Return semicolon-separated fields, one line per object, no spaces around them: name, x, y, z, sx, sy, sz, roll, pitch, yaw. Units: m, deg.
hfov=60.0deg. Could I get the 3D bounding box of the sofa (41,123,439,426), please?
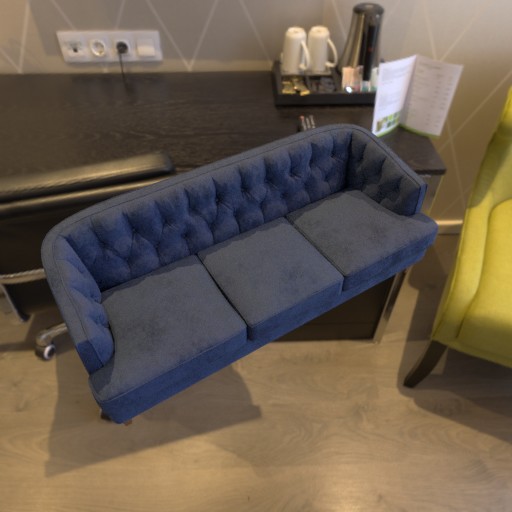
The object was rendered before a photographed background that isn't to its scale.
sofa;0.000;0.000;2.727;2.278;0.855;0.941;-24;51;-21
